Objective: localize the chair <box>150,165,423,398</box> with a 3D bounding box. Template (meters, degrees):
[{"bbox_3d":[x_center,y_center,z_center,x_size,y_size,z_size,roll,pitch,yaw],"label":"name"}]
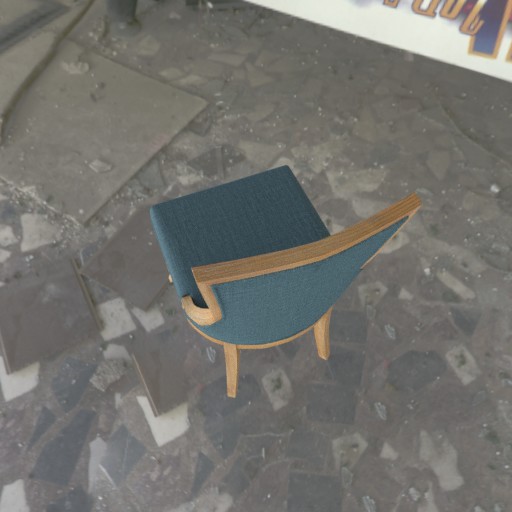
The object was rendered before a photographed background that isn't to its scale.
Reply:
[{"bbox_3d":[0.000,0.000,1.341,0.524,0.947,0.641,-19,59,-12],"label":"chair"}]
